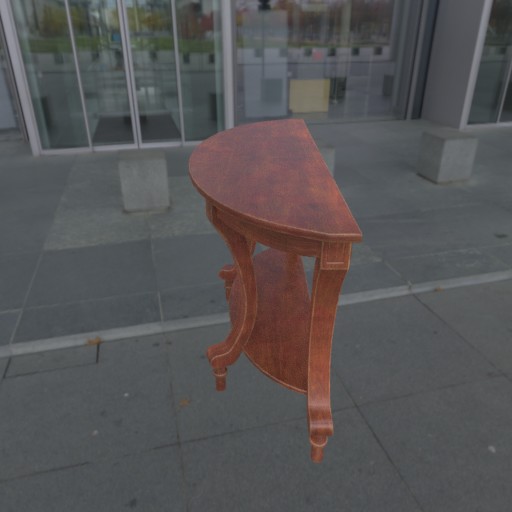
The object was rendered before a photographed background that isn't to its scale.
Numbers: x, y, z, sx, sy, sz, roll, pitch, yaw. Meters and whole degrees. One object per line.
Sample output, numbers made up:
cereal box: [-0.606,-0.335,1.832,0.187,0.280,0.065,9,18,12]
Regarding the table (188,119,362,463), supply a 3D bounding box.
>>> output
table: [0.000,0.000,1.509,0.394,0.699,1.198,0,27,0]
